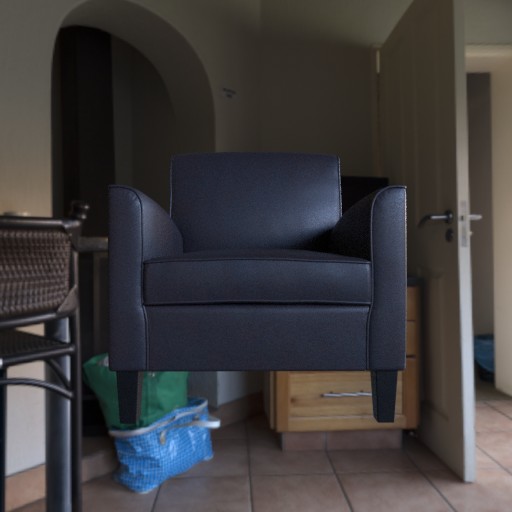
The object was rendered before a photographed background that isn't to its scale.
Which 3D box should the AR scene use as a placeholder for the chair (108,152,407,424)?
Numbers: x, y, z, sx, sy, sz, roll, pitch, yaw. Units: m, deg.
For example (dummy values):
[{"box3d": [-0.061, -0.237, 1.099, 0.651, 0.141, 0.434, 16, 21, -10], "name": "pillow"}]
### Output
[{"box3d": [0.000, 0.000, 1.582, 0.820, 0.916, 0.819, 0, 0, -1], "name": "chair"}]
